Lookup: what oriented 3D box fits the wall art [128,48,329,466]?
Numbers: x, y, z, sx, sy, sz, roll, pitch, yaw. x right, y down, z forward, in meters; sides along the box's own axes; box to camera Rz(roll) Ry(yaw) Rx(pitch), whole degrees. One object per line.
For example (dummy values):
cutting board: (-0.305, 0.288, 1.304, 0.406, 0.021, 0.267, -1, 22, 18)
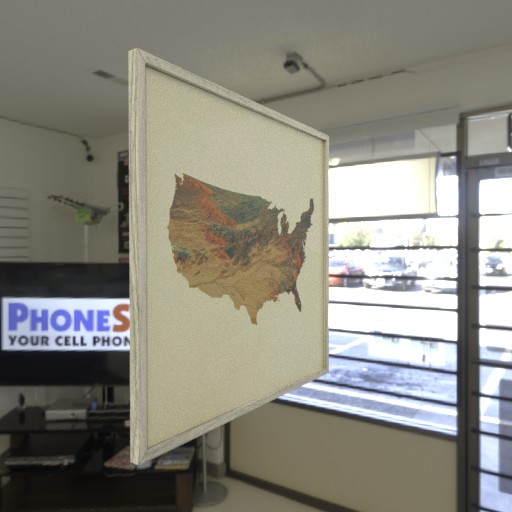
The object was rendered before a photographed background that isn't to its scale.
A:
wall art: (0.000, 0.000, 0.748, 0.016, 0.507, 0.508, 1, 1, 36)
